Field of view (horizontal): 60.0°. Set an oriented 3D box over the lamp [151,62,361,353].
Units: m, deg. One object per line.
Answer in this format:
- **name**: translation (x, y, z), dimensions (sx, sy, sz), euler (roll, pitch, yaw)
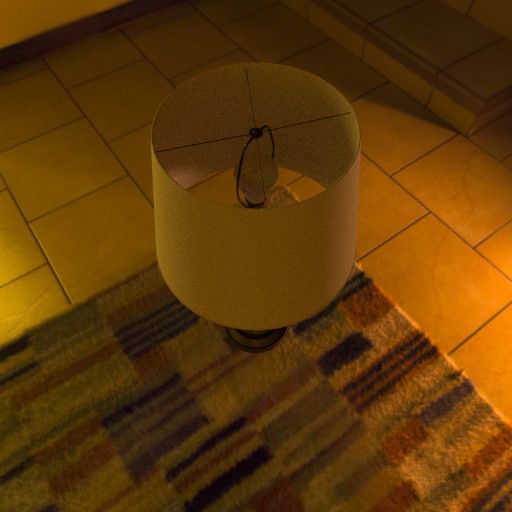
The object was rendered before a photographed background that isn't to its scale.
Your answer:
- **lamp**: translation (0.000, 0.000, 0.788), dimensions (0.331, 0.594, 0.331), euler (0, 58, 0)
